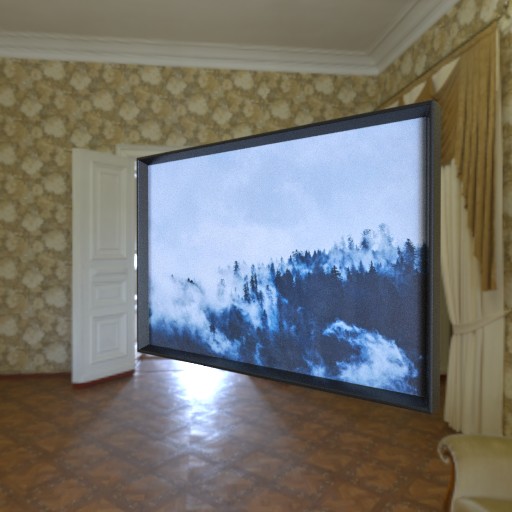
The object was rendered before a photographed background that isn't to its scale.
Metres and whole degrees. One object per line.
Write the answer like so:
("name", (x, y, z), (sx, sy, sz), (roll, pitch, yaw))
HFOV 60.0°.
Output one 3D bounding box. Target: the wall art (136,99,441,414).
("wall art", (0.000, 0.000, 1.202), (0.939, 0.640, 0.058), (0, 1, 37))
